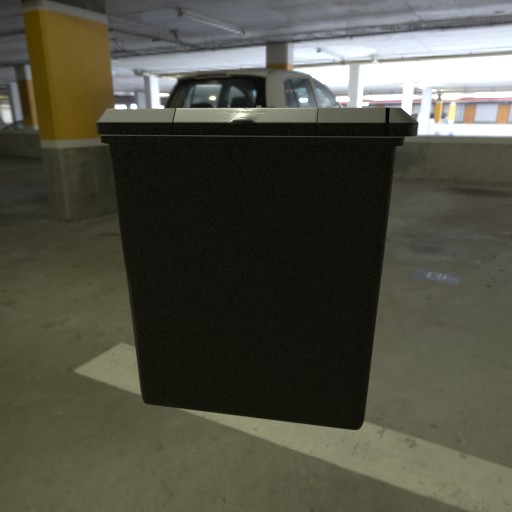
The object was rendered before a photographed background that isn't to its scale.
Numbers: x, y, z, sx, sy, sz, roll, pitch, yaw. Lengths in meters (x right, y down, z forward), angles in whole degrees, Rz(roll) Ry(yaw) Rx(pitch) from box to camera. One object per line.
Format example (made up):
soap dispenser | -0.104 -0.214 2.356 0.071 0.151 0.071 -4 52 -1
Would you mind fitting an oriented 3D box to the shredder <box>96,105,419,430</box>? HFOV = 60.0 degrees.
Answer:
shredder | 0.000 0.000 0.518 0.320 0.335 0.170 3 18 10
